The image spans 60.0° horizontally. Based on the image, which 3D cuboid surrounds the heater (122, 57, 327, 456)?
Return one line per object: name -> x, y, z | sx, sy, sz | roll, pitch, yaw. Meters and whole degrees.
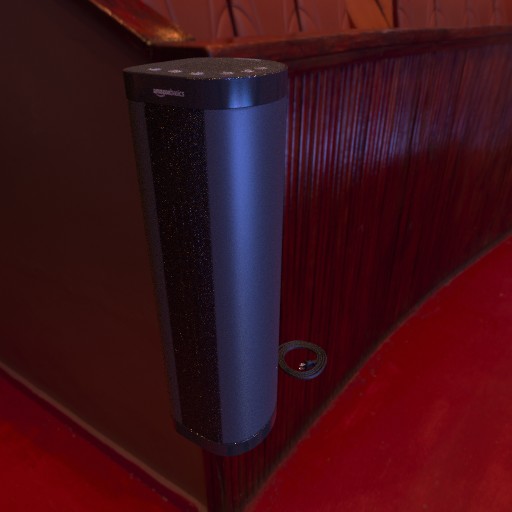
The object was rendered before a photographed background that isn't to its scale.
heater -> 0.000, 0.000, 0.678 | 0.174, 0.552, 0.312 | 18, 34, 28
